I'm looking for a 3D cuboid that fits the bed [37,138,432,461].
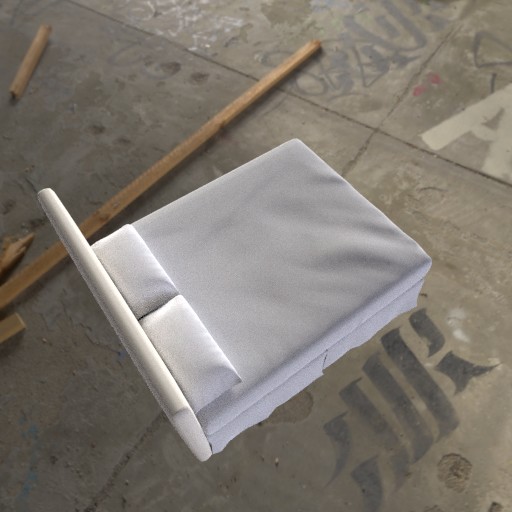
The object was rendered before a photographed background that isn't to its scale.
[{"bbox_3d":[0.000,0.000,3.190,2.142,1.330,1.713,-32,63,-18],"label":"bed"}]
